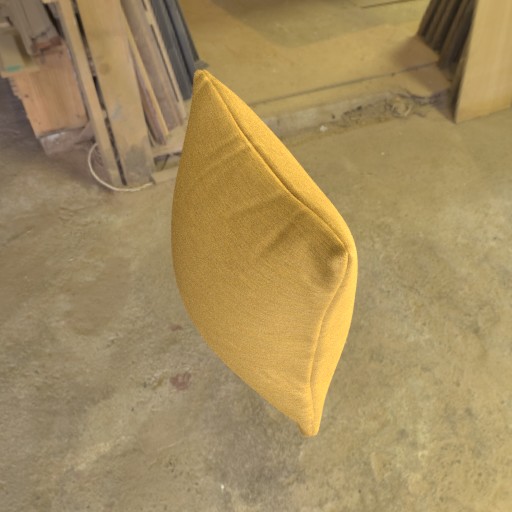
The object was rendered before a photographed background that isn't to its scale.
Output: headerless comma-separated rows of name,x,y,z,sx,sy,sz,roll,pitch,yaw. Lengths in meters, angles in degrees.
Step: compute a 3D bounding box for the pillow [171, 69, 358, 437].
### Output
pillow,0.000,0.000,0.683,0.247,0.417,0.435,-17,49,-16
